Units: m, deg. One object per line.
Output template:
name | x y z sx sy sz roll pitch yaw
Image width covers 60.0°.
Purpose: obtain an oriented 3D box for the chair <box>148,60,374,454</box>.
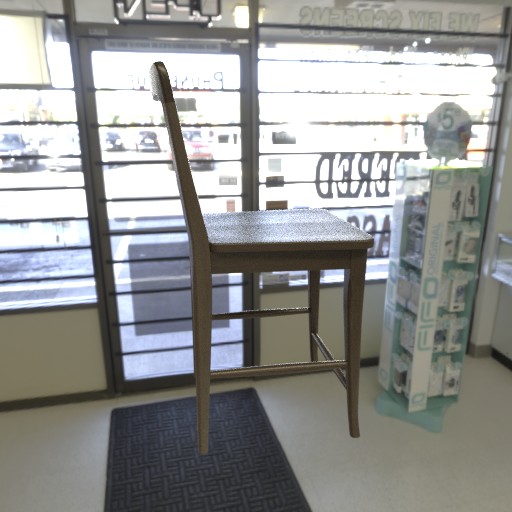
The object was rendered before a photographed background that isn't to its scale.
chair | 0.000 0.000 1.290 0.546 0.991 0.450 -3 17 -9
